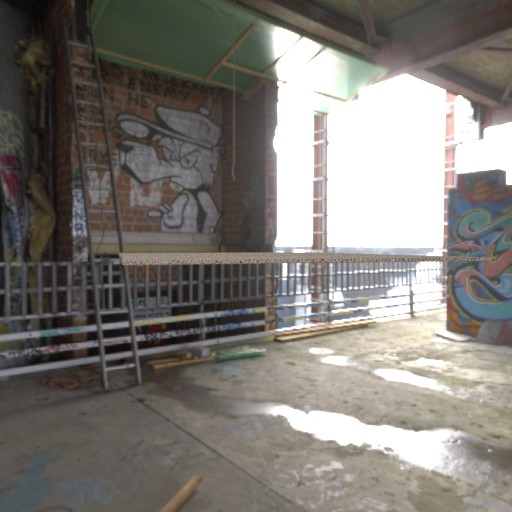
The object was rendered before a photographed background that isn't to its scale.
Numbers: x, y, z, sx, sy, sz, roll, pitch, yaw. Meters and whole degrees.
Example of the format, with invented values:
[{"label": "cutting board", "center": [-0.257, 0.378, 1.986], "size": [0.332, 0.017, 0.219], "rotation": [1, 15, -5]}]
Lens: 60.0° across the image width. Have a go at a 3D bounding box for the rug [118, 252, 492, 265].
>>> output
[{"label": "rug", "center": [0.000, 0.000, 4.067], "size": [2.400, 0.025, 3.000], "rotation": [0, 1, -18]}]
